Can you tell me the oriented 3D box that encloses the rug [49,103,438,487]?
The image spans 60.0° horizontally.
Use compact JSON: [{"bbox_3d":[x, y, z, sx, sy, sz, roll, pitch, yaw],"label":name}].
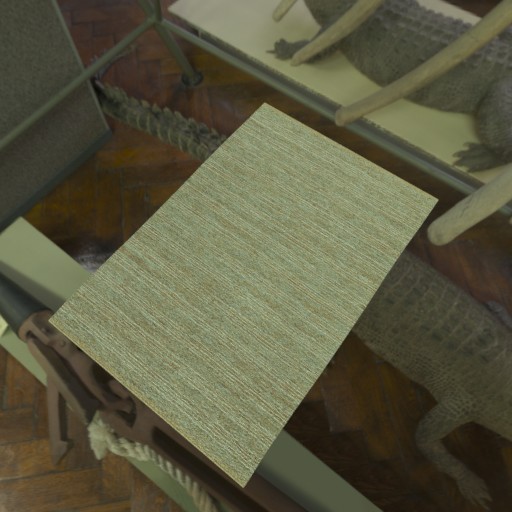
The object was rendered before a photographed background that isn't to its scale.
[{"bbox_3d":[0.000,0.000,2.374,1.240,0.010,1.824,34,69,15],"label":"rug"}]
